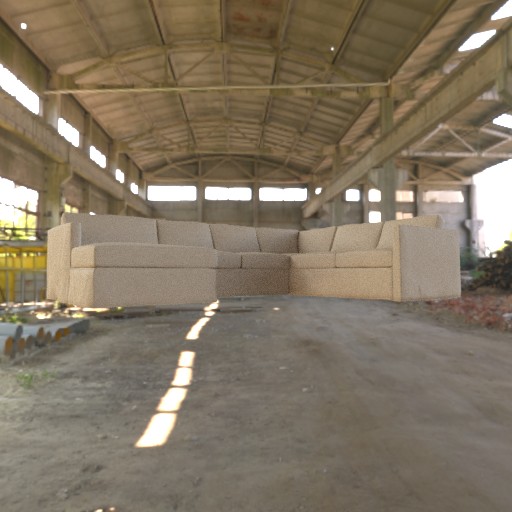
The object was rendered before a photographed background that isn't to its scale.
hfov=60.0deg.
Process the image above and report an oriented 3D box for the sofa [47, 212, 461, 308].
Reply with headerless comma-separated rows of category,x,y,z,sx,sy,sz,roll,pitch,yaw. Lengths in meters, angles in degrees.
sofa,0.000,0.000,4.537,3.528,0.878,2.476,2,-3,-36
